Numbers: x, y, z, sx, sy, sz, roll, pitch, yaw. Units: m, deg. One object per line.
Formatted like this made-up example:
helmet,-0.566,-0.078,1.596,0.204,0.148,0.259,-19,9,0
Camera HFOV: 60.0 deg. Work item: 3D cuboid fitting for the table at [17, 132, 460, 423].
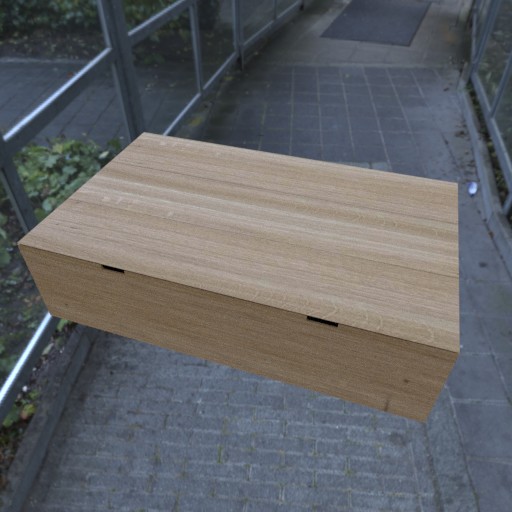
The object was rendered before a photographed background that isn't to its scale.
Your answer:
table,0.000,0.000,1.398,1.110,0.353,0.678,13,43,14
